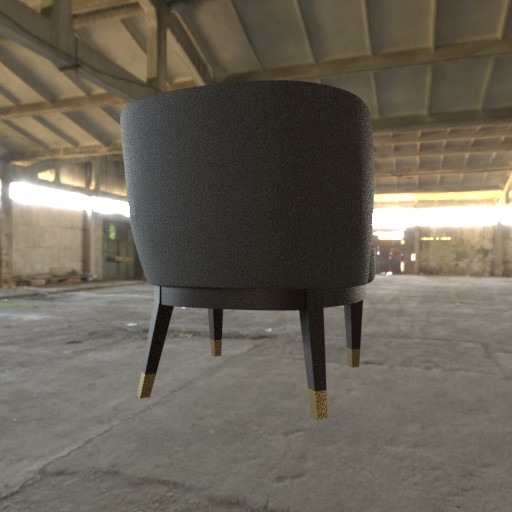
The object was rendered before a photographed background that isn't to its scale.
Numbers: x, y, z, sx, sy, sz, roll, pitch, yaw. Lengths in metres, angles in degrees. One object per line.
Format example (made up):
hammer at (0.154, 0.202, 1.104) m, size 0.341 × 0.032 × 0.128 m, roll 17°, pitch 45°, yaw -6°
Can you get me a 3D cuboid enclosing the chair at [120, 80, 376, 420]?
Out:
chair at (0.000, 0.000, 1.229) m, size 0.639 × 0.695 × 0.698 m, roll 0°, pitch 0°, yaw 19°
